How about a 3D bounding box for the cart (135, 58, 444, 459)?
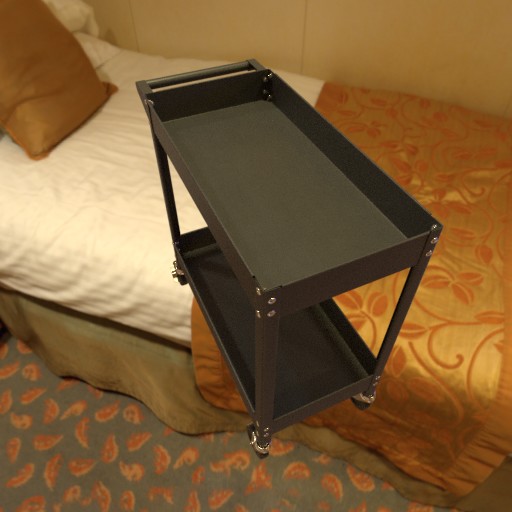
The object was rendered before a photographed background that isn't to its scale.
[{"bbox_3d":[0.000,0.000,1.186,0.366,0.719,0.779,-19,49,-17],"label":"cart"}]
